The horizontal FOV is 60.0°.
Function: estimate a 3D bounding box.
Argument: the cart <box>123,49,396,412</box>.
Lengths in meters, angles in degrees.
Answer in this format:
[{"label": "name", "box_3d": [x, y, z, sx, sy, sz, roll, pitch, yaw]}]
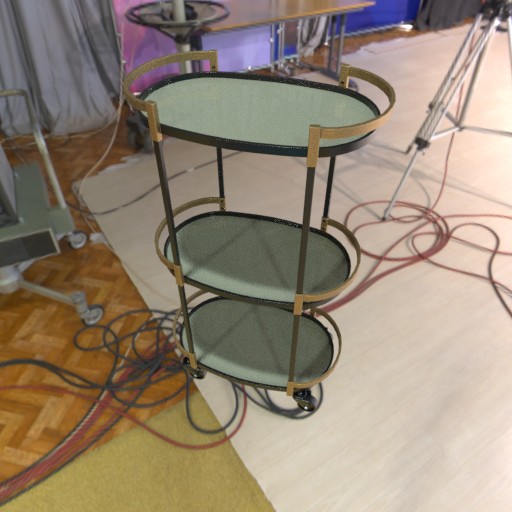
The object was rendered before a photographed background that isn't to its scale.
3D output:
[{"label": "cart", "box_3d": [0.000, 0.000, 1.132, 0.515, 0.885, 0.311, 12, 44, 13]}]
